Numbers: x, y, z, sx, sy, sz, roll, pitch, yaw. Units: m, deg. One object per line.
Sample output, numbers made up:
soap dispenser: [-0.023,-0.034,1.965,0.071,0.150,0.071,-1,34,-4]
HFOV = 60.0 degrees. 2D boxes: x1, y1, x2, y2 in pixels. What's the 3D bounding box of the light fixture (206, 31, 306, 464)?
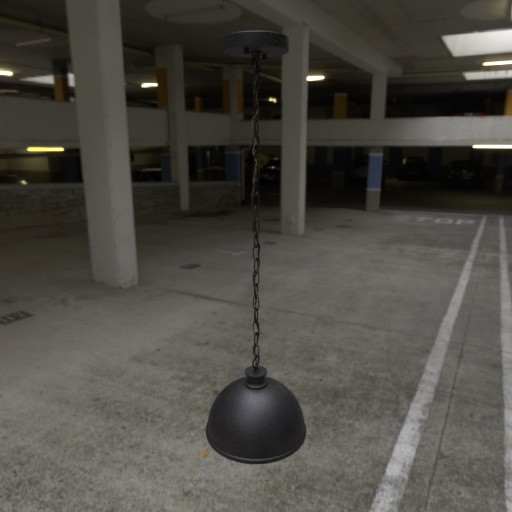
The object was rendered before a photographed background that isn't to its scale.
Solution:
light fixture: [0.000,0.000,1.212,0.304,1.090,0.304,8,16,27]
